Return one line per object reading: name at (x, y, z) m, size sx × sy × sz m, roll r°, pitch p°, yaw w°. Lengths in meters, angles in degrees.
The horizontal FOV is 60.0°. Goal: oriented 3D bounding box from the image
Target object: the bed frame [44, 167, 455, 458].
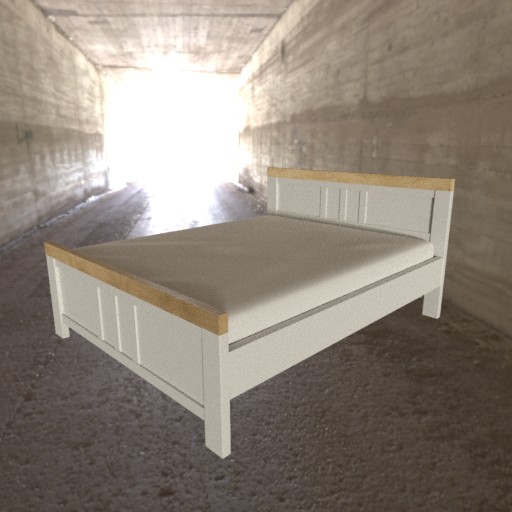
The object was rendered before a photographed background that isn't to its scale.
bed frame at (0.000, 0.000, 2.913) m, size 1.670 × 0.980 × 2.050 m, roll 14°, pitch 21°, yaw 43°
